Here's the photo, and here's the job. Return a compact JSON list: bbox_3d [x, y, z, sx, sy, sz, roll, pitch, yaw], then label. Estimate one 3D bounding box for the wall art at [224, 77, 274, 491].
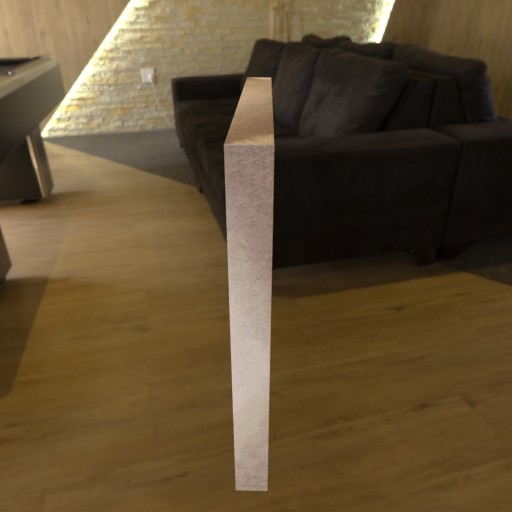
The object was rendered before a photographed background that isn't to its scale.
[{"bbox_3d":[0.000,0.000,0.449,0.028,0.303,0.303,1,28,1],"label":"wall art"}]
